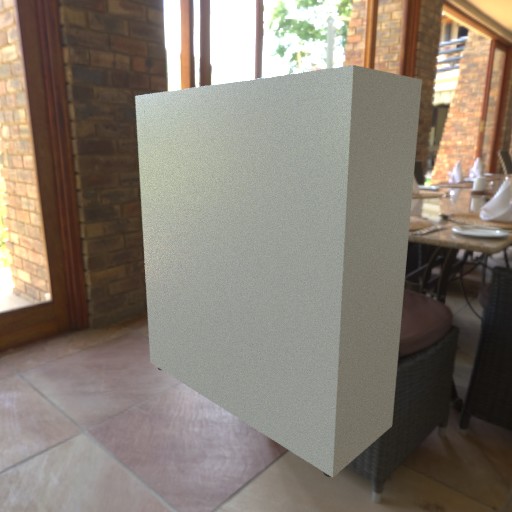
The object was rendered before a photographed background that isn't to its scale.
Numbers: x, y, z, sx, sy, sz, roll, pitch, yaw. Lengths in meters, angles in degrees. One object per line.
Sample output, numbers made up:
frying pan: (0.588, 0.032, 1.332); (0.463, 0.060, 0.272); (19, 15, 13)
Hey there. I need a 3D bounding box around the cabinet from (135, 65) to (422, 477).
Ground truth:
cabinet: (0.000, 0.000, 1.622); (0.348, 1.150, 0.990); (-14, 20, -43)
